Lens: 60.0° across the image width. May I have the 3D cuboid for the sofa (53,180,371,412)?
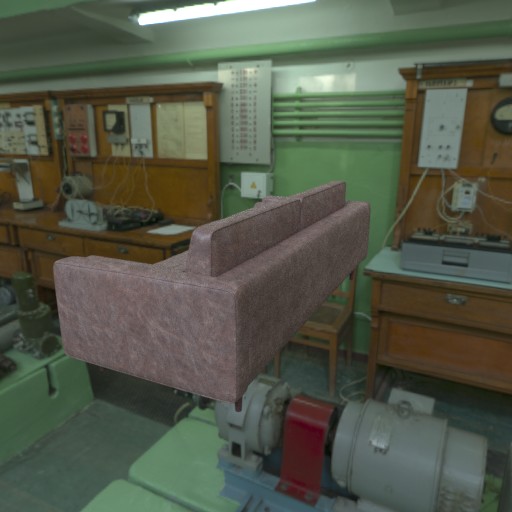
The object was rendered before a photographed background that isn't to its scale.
[{"bbox_3d":[0.000,0.000,2.690,0.914,0.762,2.210,7,17,25],"label":"sofa"}]
